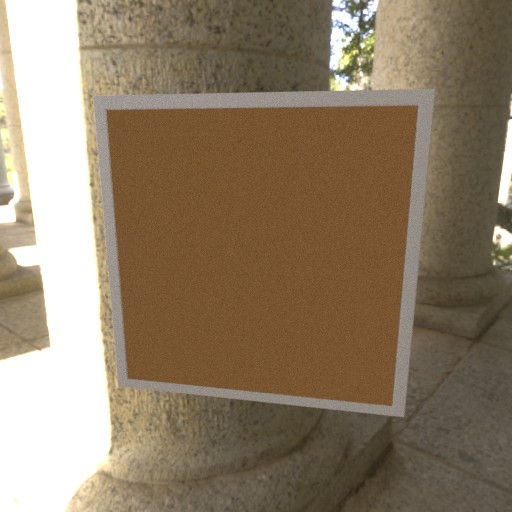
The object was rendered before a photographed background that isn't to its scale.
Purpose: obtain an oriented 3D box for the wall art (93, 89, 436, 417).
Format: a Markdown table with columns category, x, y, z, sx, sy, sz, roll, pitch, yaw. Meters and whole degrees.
| category | x | y | z | sx | sy | sz | roll | pitch | yaw |
| --- | --- | --- | --- | --- | --- | --- | --- | --- | --- |
| wall art | 0.000 | 0.000 | 0.444 | 0.305 | 0.305 | 0.037 | 3 | 15 | 10 |
